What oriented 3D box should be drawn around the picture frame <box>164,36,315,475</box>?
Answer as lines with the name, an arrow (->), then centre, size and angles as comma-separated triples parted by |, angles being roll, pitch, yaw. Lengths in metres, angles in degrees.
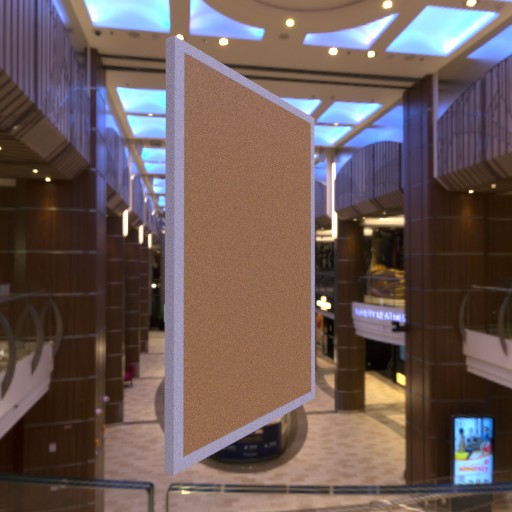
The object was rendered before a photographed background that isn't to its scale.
picture frame -> 0.000, 0.000, 0.566 | 0.013, 0.434, 0.305 | -1, -1, 34
